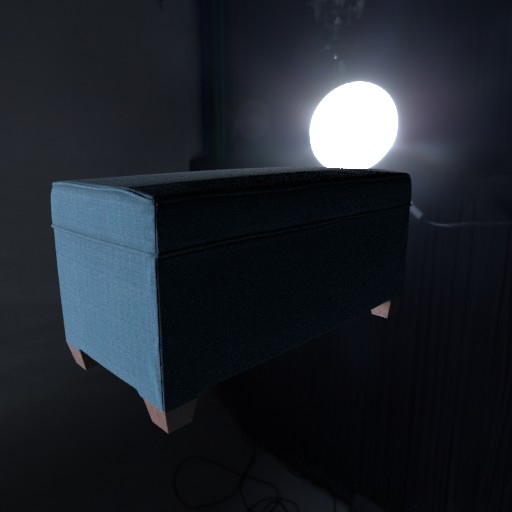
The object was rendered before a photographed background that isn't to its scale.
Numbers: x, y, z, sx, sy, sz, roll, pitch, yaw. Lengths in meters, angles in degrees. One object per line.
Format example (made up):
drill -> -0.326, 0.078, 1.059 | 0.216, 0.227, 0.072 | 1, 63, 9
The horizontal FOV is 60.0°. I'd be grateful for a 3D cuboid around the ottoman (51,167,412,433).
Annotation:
ottoman -> 0.000, 0.000, 1.236 | 0.474, 0.474, 0.943 | 13, 19, 43
